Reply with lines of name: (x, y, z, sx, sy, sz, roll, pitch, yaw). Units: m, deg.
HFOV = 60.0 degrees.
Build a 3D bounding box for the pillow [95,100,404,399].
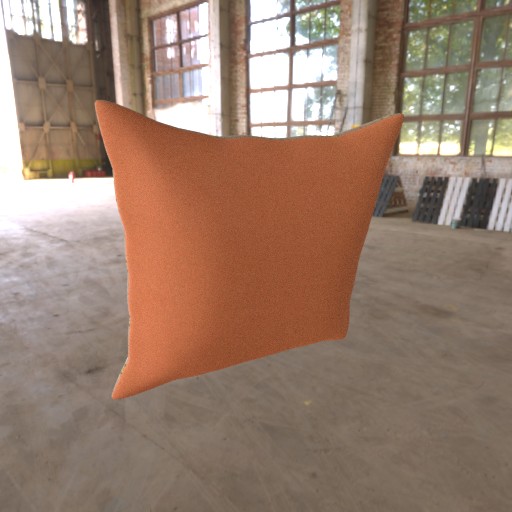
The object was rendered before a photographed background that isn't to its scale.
pillow: (0.000, 0.000, 0.684, 0.453, 0.430, 0.200, -7, 16, -26)
